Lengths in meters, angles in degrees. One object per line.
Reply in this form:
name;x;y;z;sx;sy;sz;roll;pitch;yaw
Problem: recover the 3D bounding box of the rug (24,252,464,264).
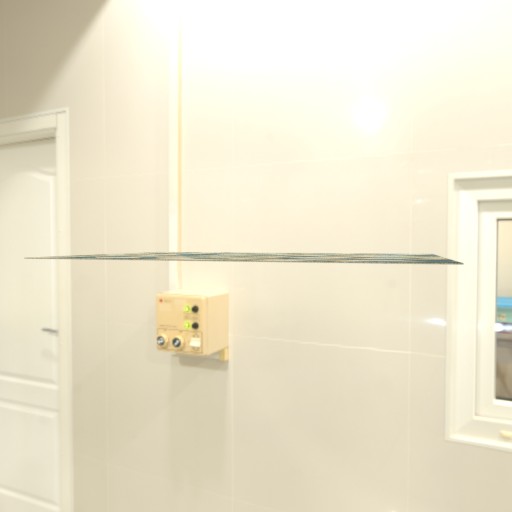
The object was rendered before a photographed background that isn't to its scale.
rug;0.000;0.000;2.319;1.827;0.005;1.229;1;2;18
